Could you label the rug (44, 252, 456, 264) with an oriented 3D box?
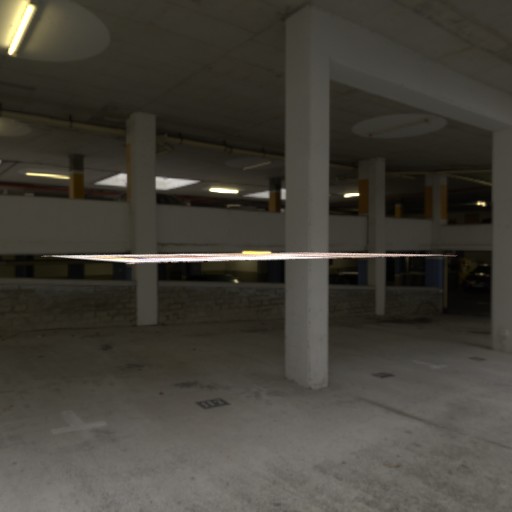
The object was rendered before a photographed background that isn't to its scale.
[{"bbox_3d":[0.000,0.000,2.405,1.918,0.007,1.268,-1,2,-37],"label":"rug"}]
